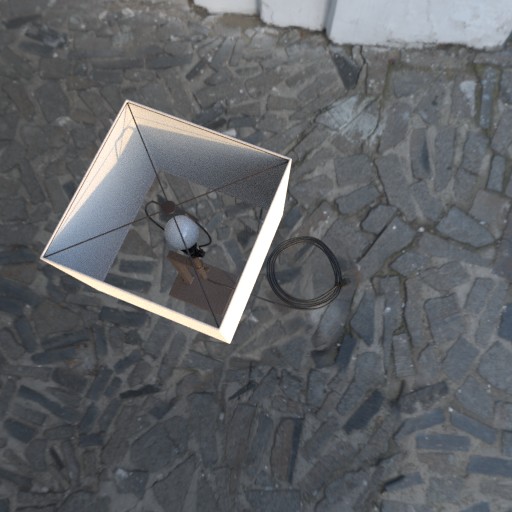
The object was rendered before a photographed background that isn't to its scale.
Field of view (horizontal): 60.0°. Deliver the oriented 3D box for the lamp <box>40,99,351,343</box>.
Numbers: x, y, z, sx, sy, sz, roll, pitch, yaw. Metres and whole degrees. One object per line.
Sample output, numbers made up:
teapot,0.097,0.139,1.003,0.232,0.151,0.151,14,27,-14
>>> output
lamp,0.000,0.000,0.971,0.504,0.660,0.399,21,76,6
